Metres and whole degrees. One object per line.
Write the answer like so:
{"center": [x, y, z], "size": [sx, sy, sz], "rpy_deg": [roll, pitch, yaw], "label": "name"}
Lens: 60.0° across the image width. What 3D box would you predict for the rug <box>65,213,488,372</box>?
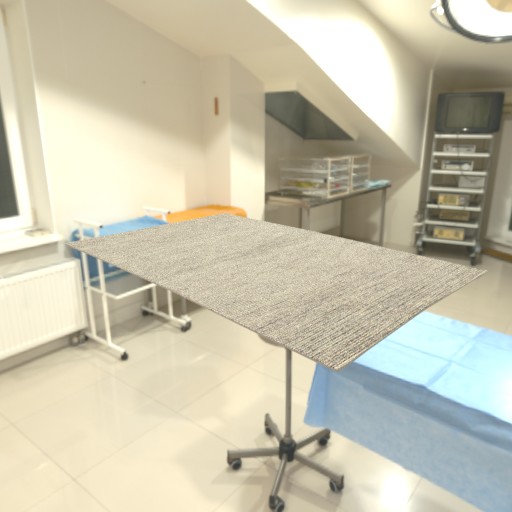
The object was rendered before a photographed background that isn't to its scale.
{"center": [0.000, 0.000, 2.199], "size": [1.162, 0.022, 1.804], "rpy_deg": [-16, 23, -42], "label": "rug"}
